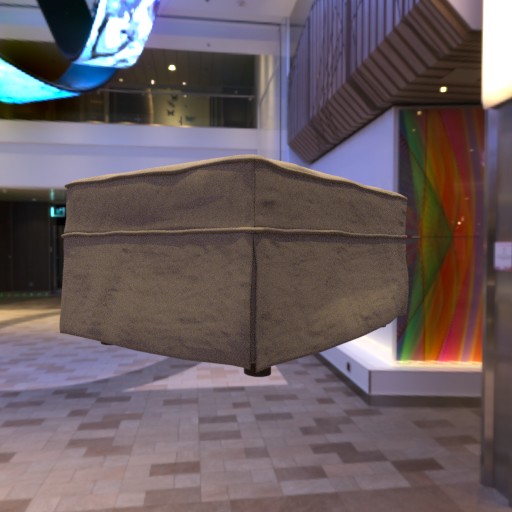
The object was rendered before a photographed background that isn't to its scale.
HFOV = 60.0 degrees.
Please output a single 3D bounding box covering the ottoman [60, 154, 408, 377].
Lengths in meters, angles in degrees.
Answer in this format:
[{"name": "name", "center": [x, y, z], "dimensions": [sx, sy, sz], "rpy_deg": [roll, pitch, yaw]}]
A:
[{"name": "ottoman", "center": [0.000, 0.000, 1.358], "dimensions": [0.703, 0.479, 0.944], "rpy_deg": [1, 2, 36]}]
